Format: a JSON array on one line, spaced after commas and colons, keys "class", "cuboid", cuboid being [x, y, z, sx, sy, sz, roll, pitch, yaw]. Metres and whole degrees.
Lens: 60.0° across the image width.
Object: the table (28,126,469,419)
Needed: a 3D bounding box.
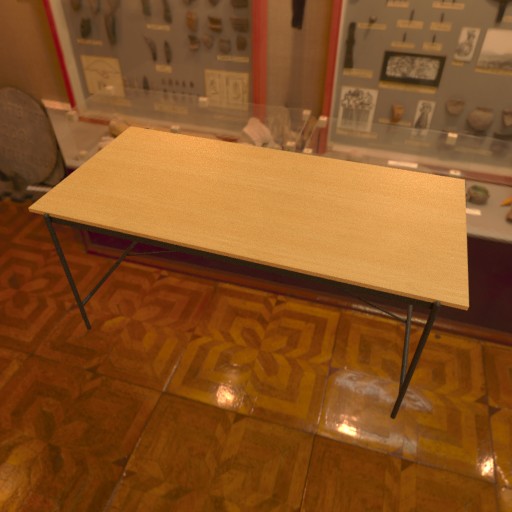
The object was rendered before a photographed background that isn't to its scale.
[{"class": "table", "cuboid": [0.000, 0.000, 2.261, 1.800, 0.758, 0.900, 13, 43, 14]}]
